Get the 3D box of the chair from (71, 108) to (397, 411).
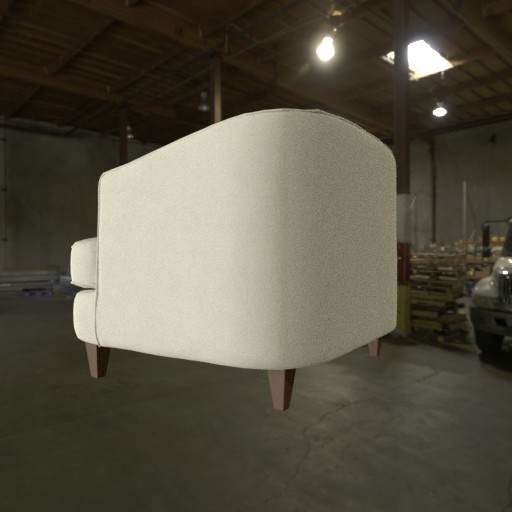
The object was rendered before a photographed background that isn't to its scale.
[{"bbox_3d":[0.000,0.000,1.768,0.941,0.852,1.104,0,0,34],"label":"chair"}]
